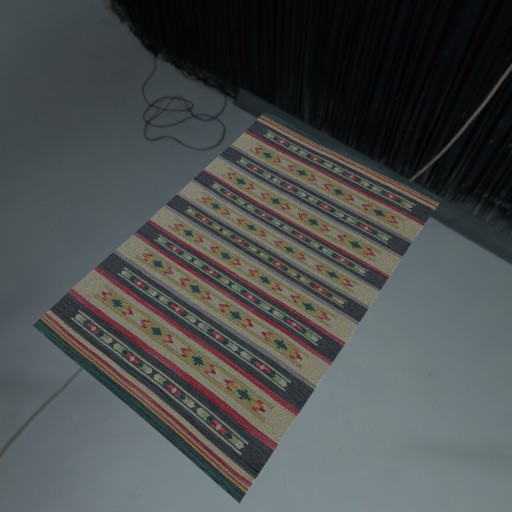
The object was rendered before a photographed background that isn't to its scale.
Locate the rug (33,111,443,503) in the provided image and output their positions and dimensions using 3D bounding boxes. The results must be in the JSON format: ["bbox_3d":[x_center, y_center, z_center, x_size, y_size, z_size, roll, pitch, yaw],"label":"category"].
[{"bbox_3d":[0.000,0.000,2.826,1.522,0.010,2.311,32,63,18],"label":"rug"}]
